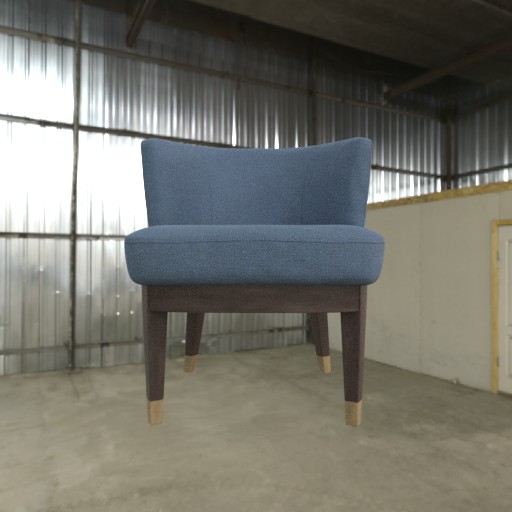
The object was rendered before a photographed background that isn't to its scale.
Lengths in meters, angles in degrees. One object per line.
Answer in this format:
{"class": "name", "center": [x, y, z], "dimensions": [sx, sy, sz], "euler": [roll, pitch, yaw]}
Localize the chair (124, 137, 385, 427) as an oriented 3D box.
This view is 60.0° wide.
{"class": "chair", "center": [0.000, 0.000, 1.263], "dimensions": [0.661, 0.760, 0.702], "euler": [0, 0, 1]}
